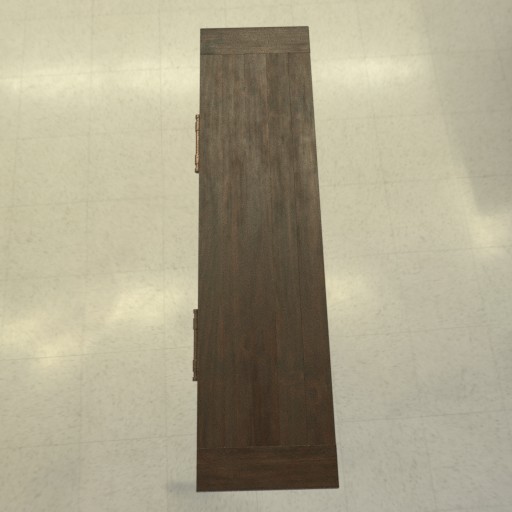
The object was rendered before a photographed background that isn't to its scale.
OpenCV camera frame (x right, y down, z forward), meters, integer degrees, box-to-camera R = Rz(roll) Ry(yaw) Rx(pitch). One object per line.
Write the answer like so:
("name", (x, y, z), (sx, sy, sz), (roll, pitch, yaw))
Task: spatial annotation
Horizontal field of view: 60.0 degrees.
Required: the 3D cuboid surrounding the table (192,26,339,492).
("table", (0.000, 0.000, 1.845), (0.442, 0.762, 1.599), (-1, 75, 0))
